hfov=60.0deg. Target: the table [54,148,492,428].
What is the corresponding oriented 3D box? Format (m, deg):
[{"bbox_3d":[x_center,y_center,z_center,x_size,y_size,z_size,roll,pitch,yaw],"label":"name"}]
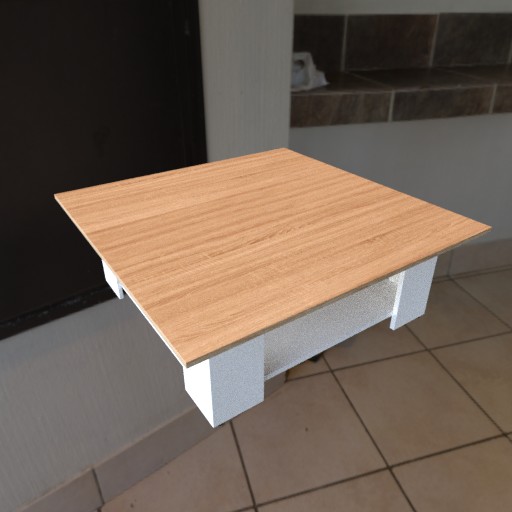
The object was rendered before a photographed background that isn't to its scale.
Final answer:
[{"bbox_3d":[0.000,0.000,1.335,0.890,0.305,0.890,-19,35,-29],"label":"table"}]
